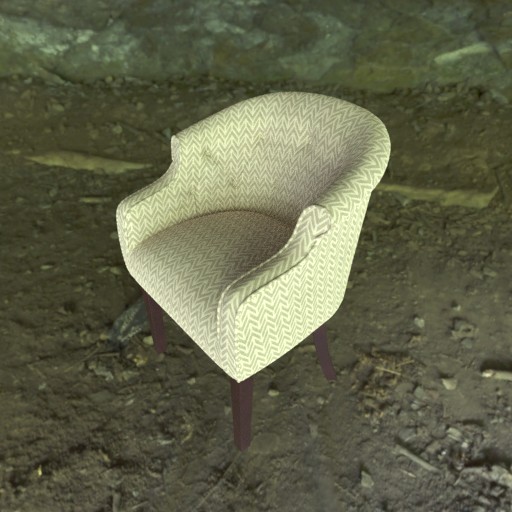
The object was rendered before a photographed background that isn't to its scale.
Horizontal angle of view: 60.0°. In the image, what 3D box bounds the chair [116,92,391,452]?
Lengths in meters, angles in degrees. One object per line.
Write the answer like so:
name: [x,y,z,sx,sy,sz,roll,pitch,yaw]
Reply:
chair: [0.000,0.000,1.340,0.613,0.858,0.686,-23,39,-32]
